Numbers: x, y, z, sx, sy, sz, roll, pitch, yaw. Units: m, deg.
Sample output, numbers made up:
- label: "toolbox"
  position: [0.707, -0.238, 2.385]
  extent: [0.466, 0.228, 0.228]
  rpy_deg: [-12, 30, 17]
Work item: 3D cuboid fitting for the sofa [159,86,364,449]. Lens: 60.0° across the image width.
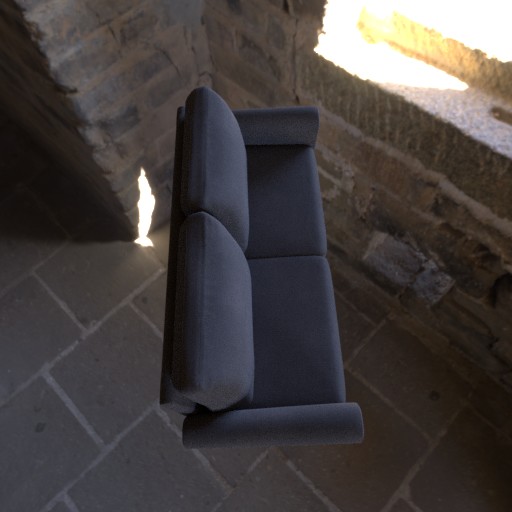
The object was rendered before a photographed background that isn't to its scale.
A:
- label: "sofa"
  position: [0.000, 0.000, 2.416]
  extent: [0.842, 0.942, 1.935]
  rpy_deg: [-2, 62, -1]
